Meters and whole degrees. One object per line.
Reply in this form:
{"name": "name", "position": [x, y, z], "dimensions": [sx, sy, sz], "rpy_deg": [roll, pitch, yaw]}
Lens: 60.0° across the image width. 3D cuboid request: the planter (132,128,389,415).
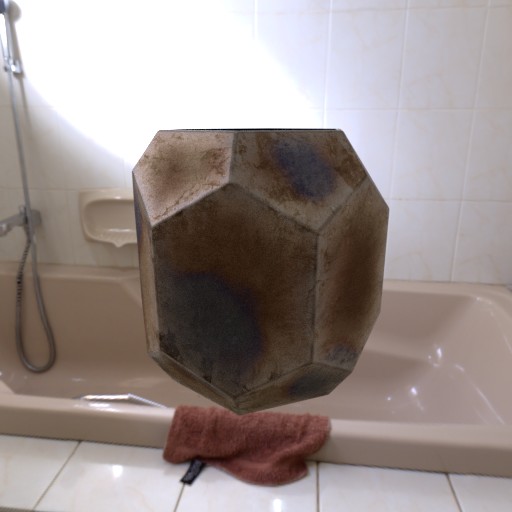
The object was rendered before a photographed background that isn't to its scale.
{"name": "planter", "position": [0.000, 0.000, 0.432], "dimensions": [0.243, 0.238, 0.221], "rpy_deg": [3, 17, 9]}
